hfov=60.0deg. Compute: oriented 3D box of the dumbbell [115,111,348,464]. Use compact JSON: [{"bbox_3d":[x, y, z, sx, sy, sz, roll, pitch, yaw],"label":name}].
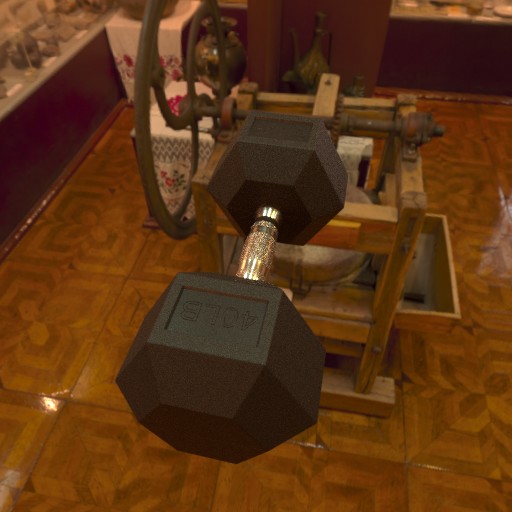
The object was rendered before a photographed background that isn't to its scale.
[{"bbox_3d":[0.000,0.000,0.435,0.157,0.137,0.361,9,47,8],"label":"dumbbell"}]
